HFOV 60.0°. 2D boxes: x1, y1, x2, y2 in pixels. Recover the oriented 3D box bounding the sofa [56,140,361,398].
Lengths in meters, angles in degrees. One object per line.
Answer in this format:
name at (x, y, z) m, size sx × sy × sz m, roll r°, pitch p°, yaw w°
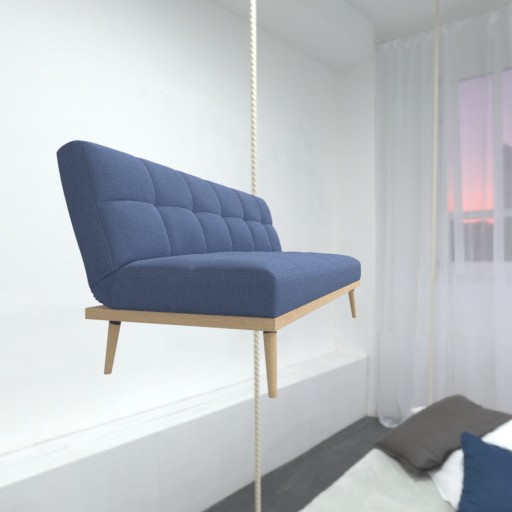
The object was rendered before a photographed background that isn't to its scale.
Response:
sofa at (0.000, 0.000, 2.179) m, size 0.796 × 0.800 × 1.800 m, roll 0°, pitch 1°, yaw 21°
